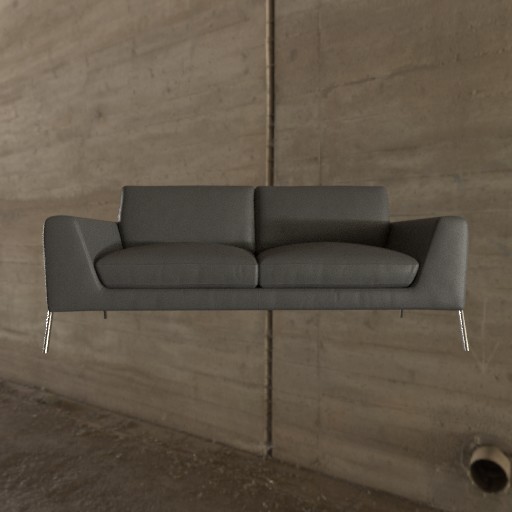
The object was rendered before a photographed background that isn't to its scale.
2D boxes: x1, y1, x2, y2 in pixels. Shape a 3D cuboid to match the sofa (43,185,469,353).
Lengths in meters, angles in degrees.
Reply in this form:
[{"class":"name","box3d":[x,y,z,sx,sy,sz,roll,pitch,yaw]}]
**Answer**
[{"class":"sofa","box3d":[0.000,0.000,2.536,2.017,0.875,0.953,0,2,-1]}]
